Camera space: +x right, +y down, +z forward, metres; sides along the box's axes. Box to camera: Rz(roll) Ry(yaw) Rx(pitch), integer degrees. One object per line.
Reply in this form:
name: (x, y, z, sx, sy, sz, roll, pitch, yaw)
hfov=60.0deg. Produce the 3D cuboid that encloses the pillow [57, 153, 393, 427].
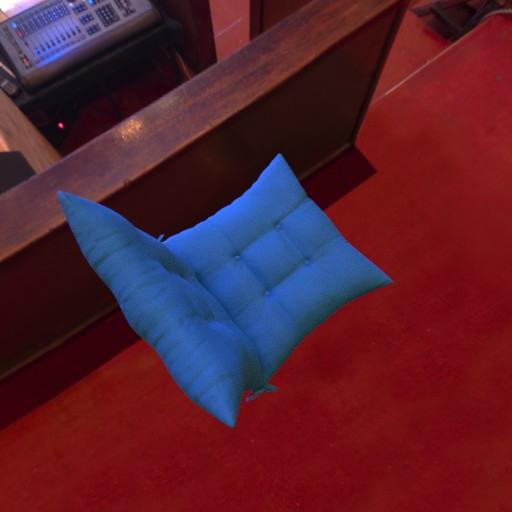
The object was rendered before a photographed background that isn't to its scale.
pillow: (0.000, 0.000, 1.025, 0.585, 0.536, 0.541, -37, 78, -10)
